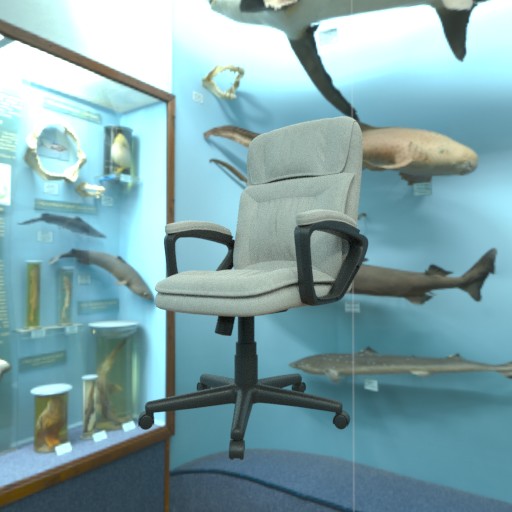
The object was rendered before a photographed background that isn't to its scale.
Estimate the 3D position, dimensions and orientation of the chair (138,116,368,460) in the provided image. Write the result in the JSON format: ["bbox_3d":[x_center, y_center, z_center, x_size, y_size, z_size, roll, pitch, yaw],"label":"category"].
[{"bbox_3d":[0.000,0.000,1.574,0.667,1.105,0.724,-1,-1,37],"label":"chair"}]
